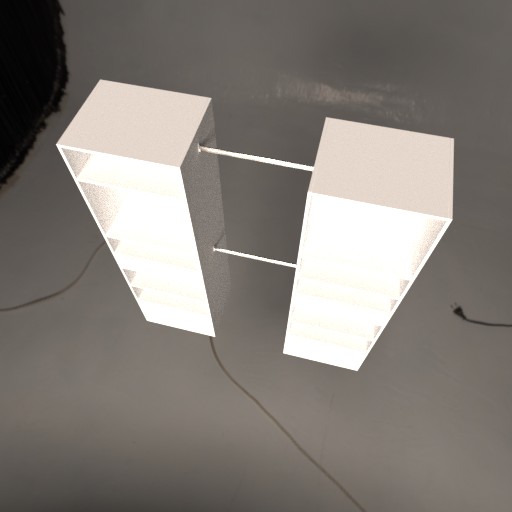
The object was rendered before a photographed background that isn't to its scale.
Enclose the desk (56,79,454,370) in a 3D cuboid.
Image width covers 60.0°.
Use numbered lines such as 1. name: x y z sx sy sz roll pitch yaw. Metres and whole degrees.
1. desk: 0.000 0.000 2.892 1.770 2.000 0.480 12 59 7
